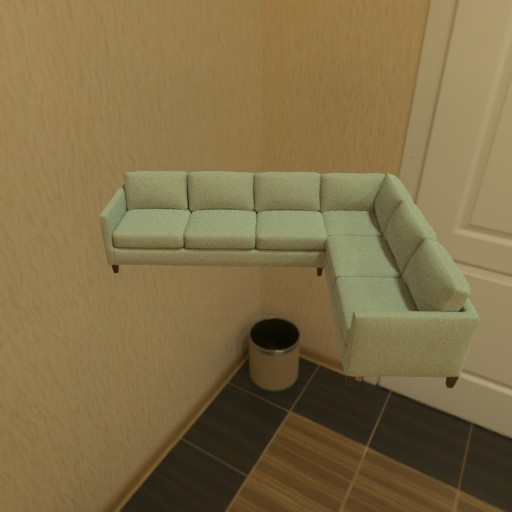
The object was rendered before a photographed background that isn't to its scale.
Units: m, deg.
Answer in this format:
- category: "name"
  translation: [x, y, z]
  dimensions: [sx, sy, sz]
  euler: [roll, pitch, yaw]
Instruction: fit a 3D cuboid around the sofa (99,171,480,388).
- category: "sofa"
  translation: [0.000, 0.000, 4.392]
  dimensions: [3.333, 0.934, 2.522]
  euler: [1, 32, 1]
